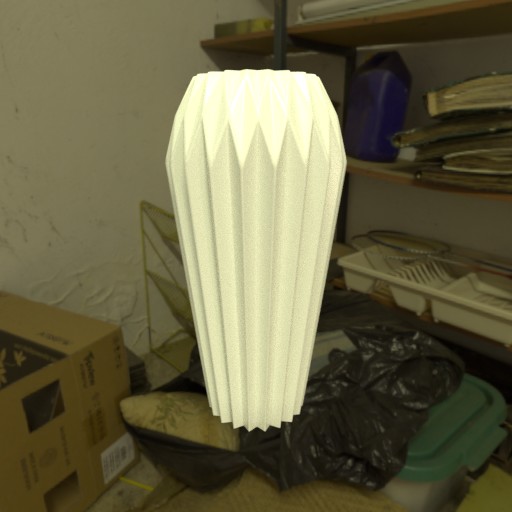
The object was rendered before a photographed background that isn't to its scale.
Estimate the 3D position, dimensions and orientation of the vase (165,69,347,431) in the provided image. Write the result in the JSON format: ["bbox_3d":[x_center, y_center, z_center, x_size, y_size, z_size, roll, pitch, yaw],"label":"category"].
[{"bbox_3d":[0.000,0.000,0.350,0.133,0.263,0.133,0,16,0],"label":"vase"}]
